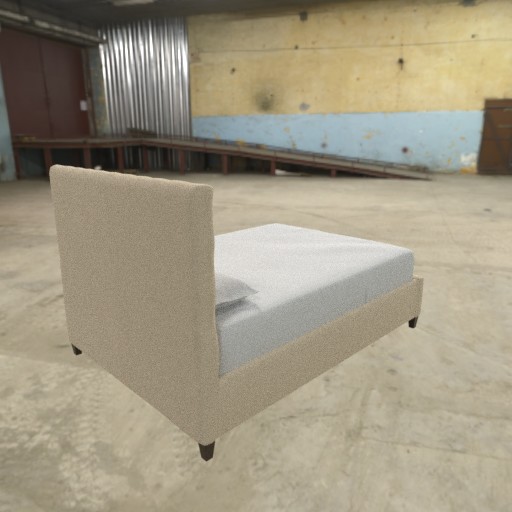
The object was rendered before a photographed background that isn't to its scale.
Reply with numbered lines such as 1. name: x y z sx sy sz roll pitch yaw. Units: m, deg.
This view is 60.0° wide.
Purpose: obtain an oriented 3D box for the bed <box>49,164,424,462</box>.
1. bed: 0.000 0.000 3.451 2.387 1.427 1.698 -15 22 -43
